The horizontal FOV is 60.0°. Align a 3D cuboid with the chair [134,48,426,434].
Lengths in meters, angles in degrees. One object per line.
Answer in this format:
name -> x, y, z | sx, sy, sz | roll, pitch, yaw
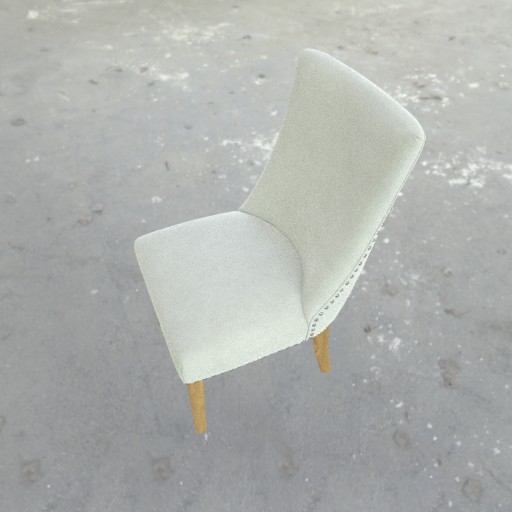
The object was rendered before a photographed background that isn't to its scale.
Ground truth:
chair -> 0.000, 0.000, 1.241 | 0.610, 0.902, 0.495 | -18, 49, -16
